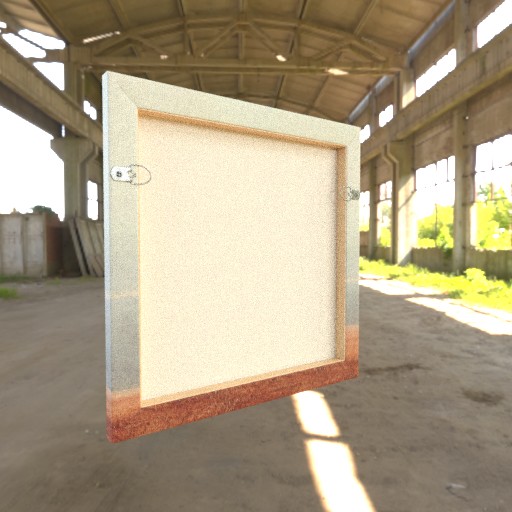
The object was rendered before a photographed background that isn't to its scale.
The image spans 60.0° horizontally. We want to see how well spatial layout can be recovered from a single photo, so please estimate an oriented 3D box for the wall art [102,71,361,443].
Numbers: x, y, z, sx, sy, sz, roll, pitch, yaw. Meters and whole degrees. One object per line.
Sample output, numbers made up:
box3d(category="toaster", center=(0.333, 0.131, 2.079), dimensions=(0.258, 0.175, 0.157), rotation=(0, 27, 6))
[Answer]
box3d(category="wall art", center=(0.000, 0.000, 0.606), dimensions=(0.405, 0.405, 0.023), rotation=(-2, 3, -36))
